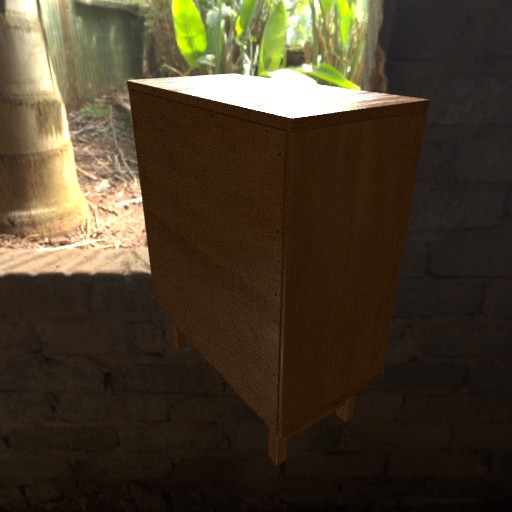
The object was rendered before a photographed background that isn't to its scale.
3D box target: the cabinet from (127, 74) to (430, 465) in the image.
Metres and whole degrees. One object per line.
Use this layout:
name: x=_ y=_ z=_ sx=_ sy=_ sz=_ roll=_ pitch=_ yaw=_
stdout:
cabinet: x=0.000 y=0.000 z=1.405 sx=0.419 sy=1.001 sz=0.800 roll=-18 pitch=32 yaw=-31
